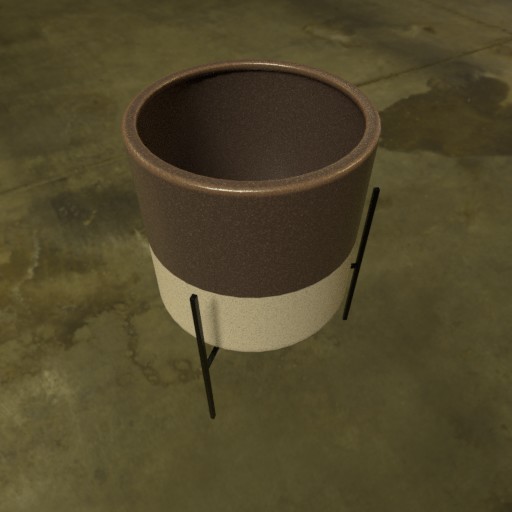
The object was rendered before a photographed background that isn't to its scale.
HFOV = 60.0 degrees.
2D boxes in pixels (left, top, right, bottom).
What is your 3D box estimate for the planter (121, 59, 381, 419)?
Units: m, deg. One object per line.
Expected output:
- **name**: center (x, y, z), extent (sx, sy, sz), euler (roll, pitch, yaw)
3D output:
- **planter**: center (0.000, 0.000, 0.520), extent (0.250, 0.353, 0.260), euler (11, 48, 10)
